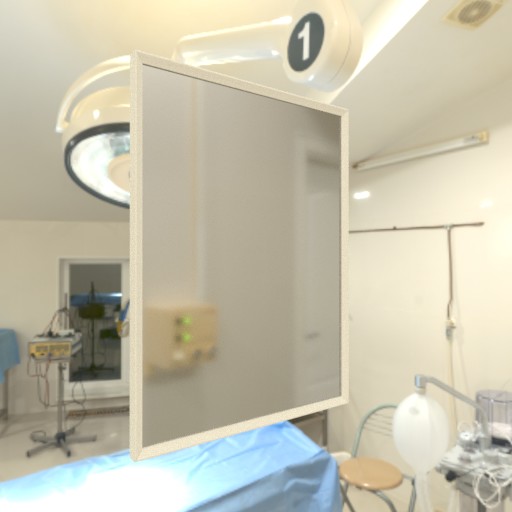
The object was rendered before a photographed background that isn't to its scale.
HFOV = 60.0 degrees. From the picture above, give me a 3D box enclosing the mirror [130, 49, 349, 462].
[{"bbox_3d":[0.000,0.000,1.328,0.762,1.016,0.041,0,0,-36],"label":"mirror"}]
